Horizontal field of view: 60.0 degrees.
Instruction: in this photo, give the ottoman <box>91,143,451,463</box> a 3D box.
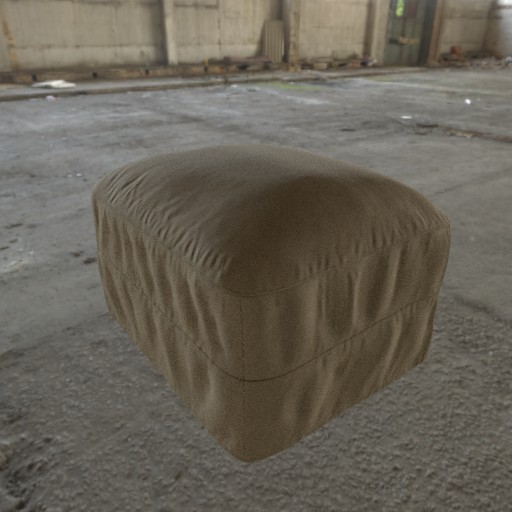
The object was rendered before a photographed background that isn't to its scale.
[{"bbox_3d":[0.000,0.000,1.063,0.584,0.480,0.712,-19,32,-33],"label":"ottoman"}]
